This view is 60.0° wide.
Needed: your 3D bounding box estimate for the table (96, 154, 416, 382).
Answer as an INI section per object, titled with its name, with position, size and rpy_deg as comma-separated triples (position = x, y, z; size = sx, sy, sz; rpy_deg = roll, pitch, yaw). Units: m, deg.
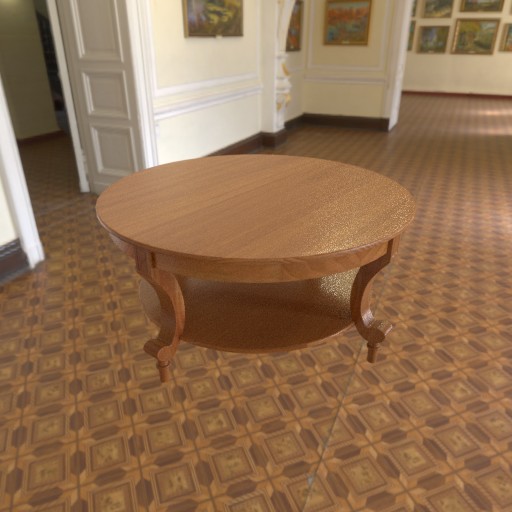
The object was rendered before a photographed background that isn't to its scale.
[table]
position = 0.000, 0.000, 1.597
size = 1.029, 0.490, 1.029
rpy_deg = 0, 26, 0
